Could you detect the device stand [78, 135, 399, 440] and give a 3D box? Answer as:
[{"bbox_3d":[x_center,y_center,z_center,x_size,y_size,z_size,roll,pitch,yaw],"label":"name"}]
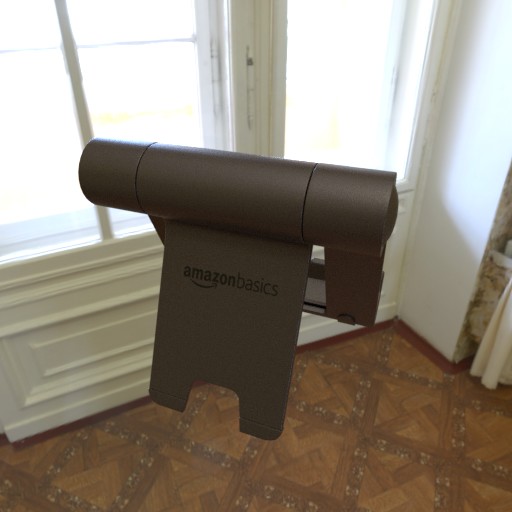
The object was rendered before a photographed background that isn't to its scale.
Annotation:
[{"bbox_3d":[0.000,0.000,0.154,0.088,0.084,0.079,11,33,18],"label":"device stand"}]
